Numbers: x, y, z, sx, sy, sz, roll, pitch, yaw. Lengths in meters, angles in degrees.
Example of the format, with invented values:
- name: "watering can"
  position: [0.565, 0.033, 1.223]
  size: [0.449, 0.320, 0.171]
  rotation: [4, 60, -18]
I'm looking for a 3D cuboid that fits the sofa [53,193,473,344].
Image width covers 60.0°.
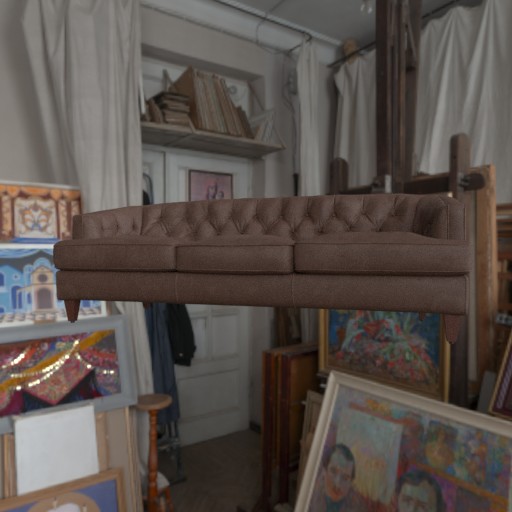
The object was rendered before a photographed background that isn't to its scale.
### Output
- name: "sofa"
  position: [0.000, 0.000, 2.632]
  size: [2.227, 0.787, 0.927]
  rotation: [0, 0, 17]
